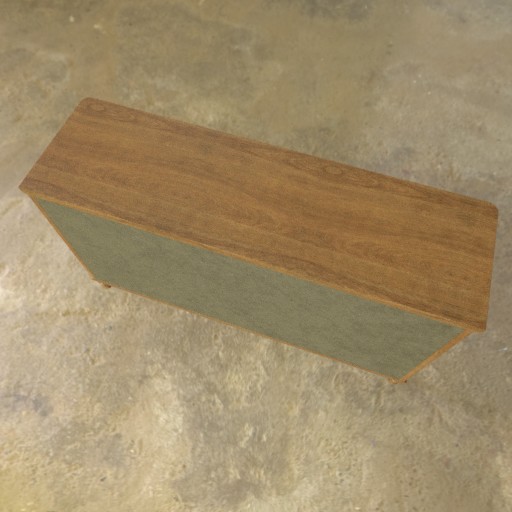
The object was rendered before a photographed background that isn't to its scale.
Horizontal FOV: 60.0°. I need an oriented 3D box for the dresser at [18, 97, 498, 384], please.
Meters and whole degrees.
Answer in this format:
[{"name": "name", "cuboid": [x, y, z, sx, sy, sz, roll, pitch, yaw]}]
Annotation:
[{"name": "dresser", "cuboid": [0.000, 0.000, 1.913, 1.583, 0.892, 0.468, 17, 64, 9]}]
